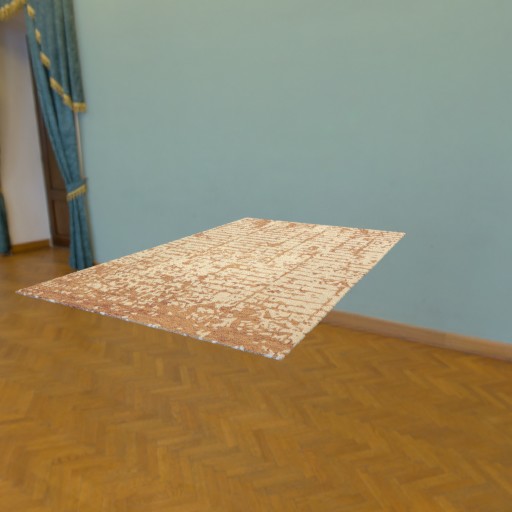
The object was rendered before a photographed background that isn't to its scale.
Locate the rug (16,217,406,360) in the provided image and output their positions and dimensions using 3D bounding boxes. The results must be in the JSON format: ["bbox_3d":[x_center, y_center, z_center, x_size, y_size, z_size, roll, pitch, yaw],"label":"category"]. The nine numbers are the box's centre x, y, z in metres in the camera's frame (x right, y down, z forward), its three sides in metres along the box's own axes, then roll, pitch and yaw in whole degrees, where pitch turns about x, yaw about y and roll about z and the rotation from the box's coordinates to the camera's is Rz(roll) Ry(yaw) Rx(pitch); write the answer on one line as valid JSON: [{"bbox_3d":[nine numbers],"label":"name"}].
[{"bbox_3d":[0.000,0.000,2.975,1.517,0.011,2.435,8,17,27],"label":"rug"}]
